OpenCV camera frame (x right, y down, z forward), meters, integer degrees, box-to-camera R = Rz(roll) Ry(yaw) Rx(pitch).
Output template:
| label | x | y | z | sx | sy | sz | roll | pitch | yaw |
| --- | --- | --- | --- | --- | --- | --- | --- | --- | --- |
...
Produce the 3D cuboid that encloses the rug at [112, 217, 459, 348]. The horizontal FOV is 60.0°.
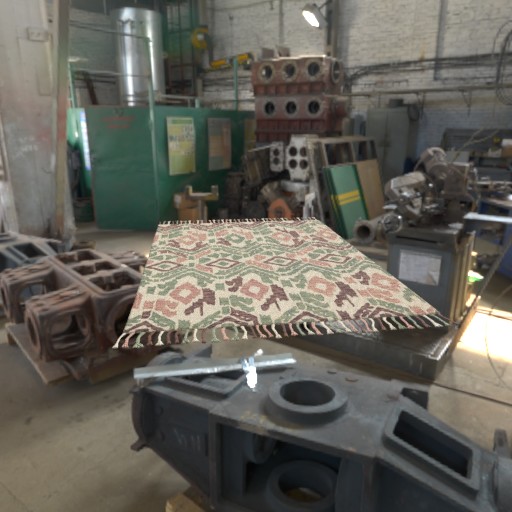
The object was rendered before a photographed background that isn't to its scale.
| label | x | y | z | sx | sy | sz | roll | pitch | yaw |
| --- | --- | --- | --- | --- | --- | --- | --- | --- | --- |
| rug | 0.000 | 0.000 | 3.049 | 1.524 | 0.011 | 2.438 | -2 | 17 | -8 |
